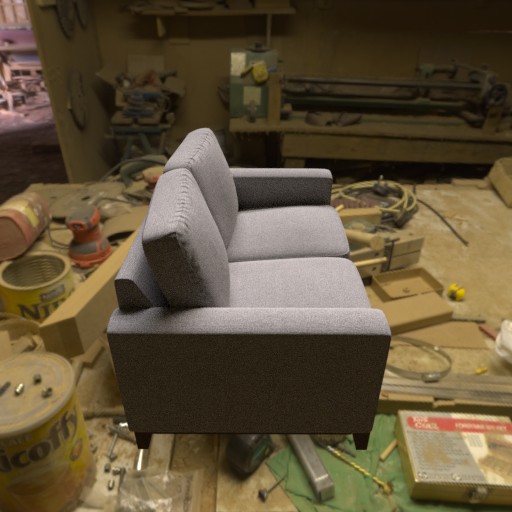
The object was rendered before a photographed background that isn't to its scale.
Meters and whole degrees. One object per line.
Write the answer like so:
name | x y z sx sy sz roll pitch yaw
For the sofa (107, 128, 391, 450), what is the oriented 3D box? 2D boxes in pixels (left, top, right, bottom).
sofa | 0.000 0.000 2.035 0.917 0.873 1.420 0 32 0
